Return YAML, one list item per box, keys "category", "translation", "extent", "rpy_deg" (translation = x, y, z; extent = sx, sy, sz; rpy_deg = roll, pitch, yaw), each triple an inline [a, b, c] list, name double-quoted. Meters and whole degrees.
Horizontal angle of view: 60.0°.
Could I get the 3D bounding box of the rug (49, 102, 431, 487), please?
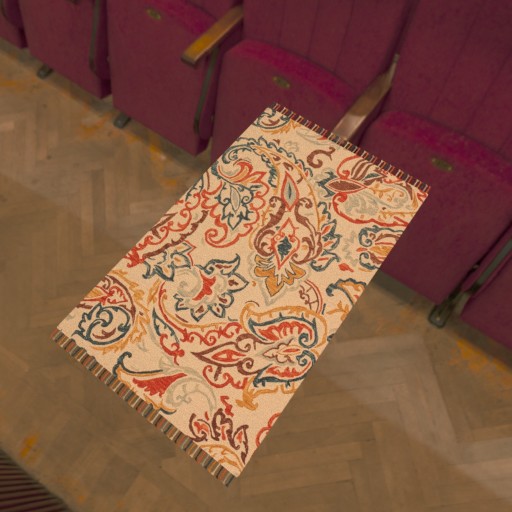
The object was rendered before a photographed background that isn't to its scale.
- category: "rug"
  translation: [0.000, 0.000, 3.201]
  extent: [1.523, 0.010, 2.584]
  rpy_deg: [33, 69, 15]
